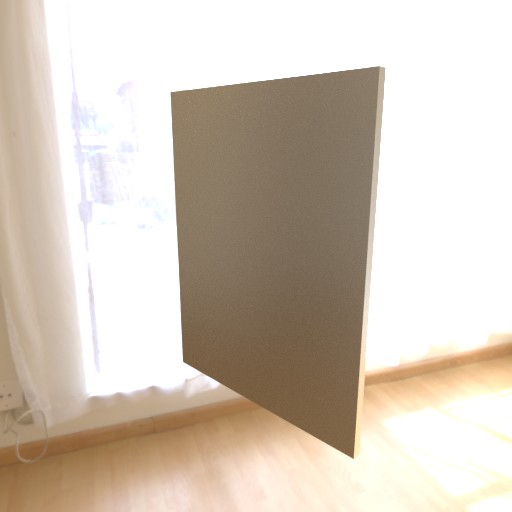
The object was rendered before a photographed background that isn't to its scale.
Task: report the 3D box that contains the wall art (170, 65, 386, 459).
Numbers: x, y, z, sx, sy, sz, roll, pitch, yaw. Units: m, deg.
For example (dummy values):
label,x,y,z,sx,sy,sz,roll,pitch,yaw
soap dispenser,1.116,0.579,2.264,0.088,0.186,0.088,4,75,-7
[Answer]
label,x,y,z,sx,sy,sz,roll,pitch,yaw
wall art,0.000,0.000,1.423,0.816,1.046,0.030,14,20,43
